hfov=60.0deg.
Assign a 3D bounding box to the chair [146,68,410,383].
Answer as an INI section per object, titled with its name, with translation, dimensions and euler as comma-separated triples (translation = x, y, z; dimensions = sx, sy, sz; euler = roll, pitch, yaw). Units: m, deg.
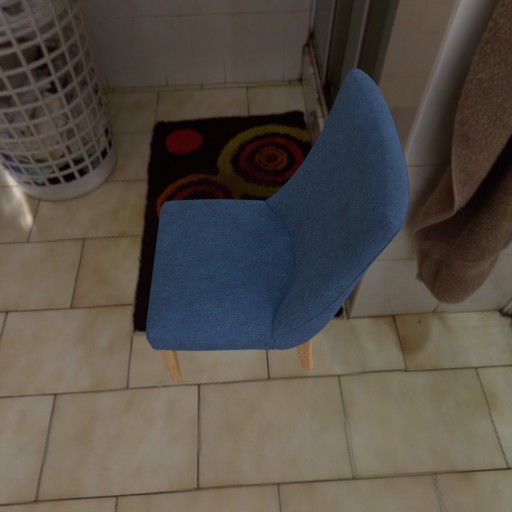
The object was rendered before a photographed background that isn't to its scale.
[chair]
translation = 0.000, 0.000, 1.283
dimensions = 0.609, 0.902, 0.495
euler = -1, 56, -1
